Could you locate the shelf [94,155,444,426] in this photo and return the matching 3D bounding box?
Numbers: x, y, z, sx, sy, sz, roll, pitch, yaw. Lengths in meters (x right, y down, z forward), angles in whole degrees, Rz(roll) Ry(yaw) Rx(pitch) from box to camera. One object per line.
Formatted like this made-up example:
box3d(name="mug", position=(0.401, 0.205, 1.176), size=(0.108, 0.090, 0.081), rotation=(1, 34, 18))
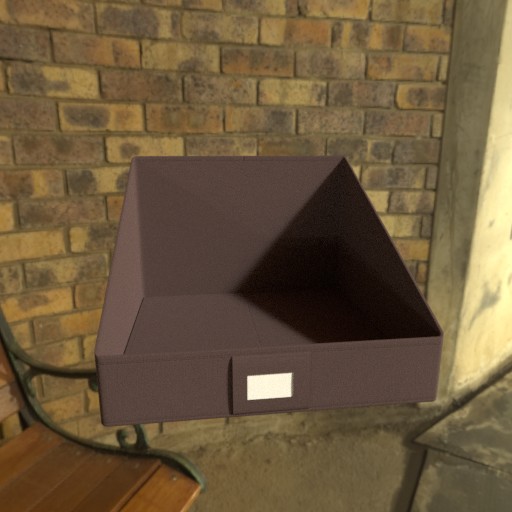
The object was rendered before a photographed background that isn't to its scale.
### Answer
box3d(name="shelf", position=(0.000, 0.000, 0.489), size=(0.292, 0.210, 0.292), rotation=(-2, 14, -7))
